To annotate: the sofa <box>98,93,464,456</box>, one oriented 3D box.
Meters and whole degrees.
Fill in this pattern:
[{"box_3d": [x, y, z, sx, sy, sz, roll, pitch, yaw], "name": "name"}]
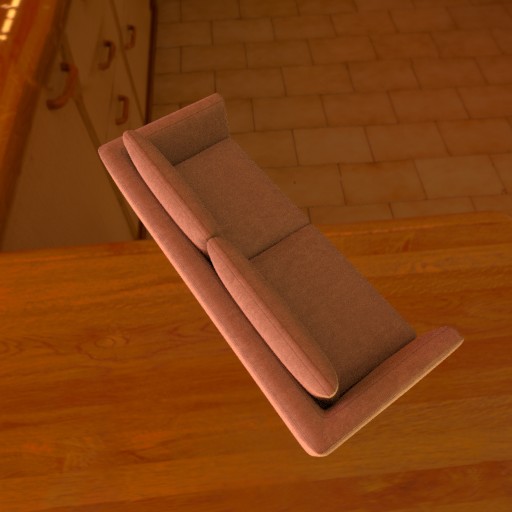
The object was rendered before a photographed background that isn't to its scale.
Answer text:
[{"box_3d": [0.000, 0.000, 2.572, 0.889, 0.864, 2.121, -31, 64, -17], "name": "sofa"}]
